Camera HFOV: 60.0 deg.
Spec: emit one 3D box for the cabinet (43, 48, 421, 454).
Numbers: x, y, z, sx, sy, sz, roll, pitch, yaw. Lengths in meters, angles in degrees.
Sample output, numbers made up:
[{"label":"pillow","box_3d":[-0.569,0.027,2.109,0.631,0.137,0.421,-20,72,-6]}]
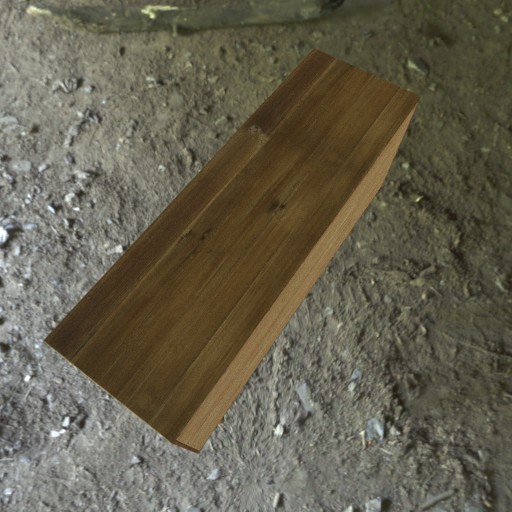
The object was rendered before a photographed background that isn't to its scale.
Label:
[{"label":"cabinet","box_3d":[0.000,0.000,1.752,0.472,0.800,1.400,32,68,15]}]
